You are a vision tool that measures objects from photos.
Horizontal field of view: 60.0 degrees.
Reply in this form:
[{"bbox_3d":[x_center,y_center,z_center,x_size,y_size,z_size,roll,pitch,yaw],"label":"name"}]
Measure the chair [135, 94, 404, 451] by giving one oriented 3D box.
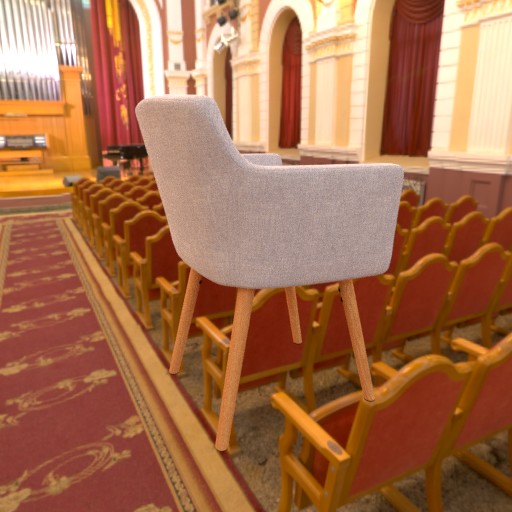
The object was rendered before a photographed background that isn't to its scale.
[{"bbox_3d":[0.000,0.000,1.167,0.540,0.780,0.570,-8,17,-26],"label":"chair"}]
